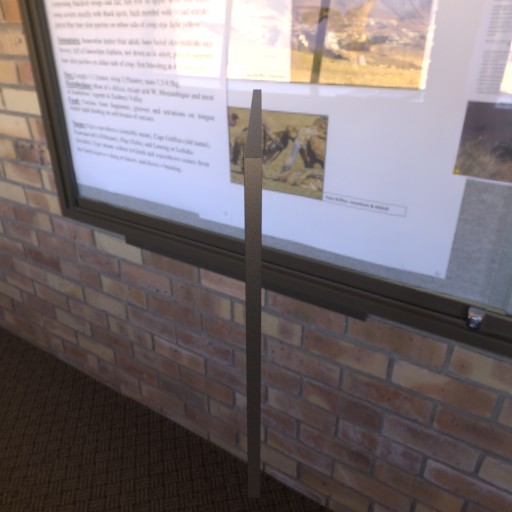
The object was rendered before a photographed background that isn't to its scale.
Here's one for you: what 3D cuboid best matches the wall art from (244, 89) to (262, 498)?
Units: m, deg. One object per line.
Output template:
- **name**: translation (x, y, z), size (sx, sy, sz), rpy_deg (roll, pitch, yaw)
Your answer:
- **wall art**: translation (0.000, 0.000, 0.525), size (0.012, 0.332, 0.383), rpy_deg (0, 27, 1)
